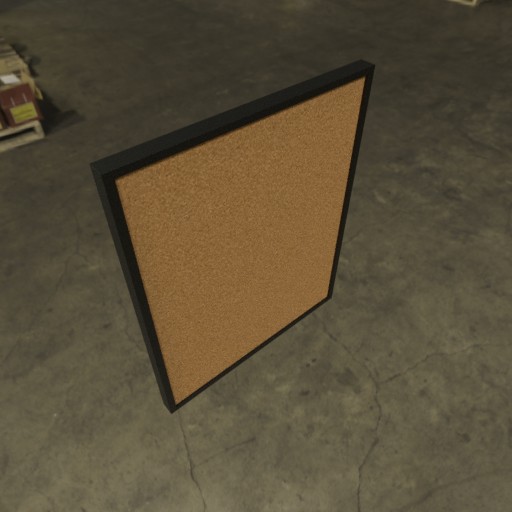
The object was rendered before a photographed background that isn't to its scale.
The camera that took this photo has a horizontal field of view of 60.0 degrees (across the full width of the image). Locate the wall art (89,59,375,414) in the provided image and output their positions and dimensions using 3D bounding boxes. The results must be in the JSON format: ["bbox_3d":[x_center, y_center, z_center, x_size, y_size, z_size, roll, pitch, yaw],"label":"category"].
[{"bbox_3d":[0.000,0.000,0.782,0.457,0.559,0.029,-31,52,-27],"label":"wall art"}]
